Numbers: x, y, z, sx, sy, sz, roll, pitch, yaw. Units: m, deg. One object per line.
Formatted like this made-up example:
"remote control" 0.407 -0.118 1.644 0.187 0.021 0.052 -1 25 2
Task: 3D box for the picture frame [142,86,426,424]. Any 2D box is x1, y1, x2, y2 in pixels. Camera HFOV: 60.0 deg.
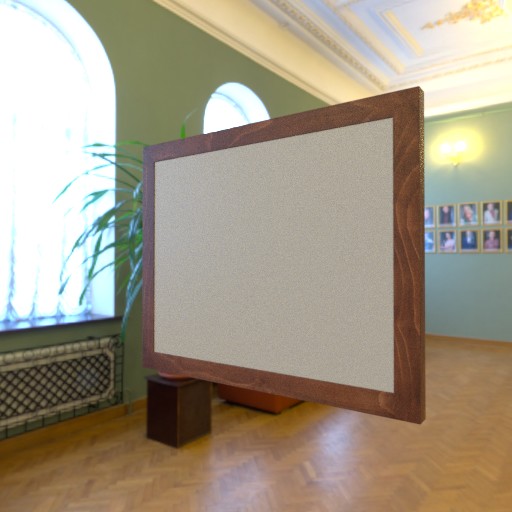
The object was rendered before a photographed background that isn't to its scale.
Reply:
"picture frame" 0.000 0.000 0.770 0.559 0.457 0.025 0 -1 35
